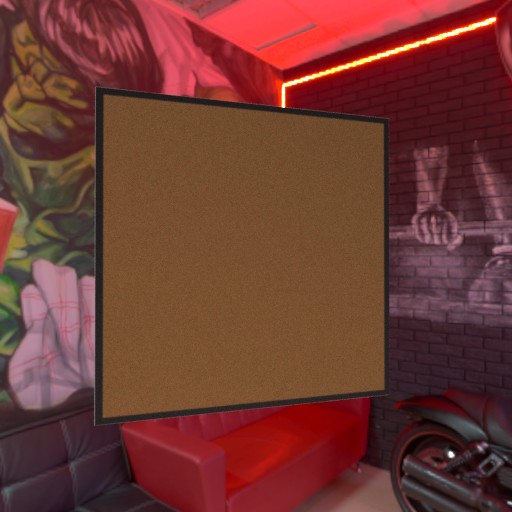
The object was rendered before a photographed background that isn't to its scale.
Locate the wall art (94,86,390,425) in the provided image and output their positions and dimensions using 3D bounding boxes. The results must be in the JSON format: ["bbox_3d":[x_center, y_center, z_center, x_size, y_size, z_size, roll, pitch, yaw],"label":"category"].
[{"bbox_3d":[0.000,0.000,1.179,0.805,0.803,0.022,0,0,-17],"label":"wall art"}]
